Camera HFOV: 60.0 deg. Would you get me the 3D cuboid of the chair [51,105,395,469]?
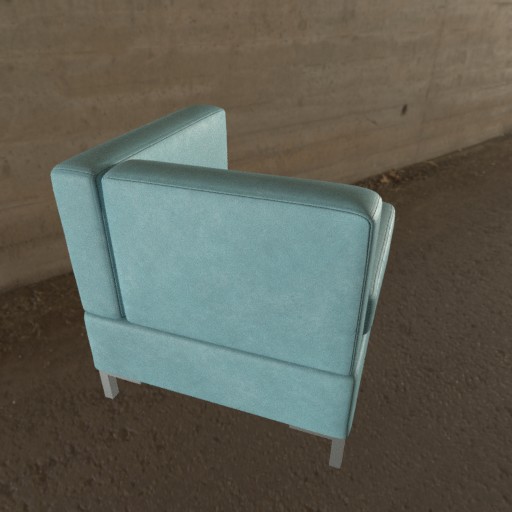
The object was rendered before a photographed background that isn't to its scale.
[{"bbox_3d":[0.000,0.000,1.208,0.680,0.660,0.680,10,32,17],"label":"chair"}]
